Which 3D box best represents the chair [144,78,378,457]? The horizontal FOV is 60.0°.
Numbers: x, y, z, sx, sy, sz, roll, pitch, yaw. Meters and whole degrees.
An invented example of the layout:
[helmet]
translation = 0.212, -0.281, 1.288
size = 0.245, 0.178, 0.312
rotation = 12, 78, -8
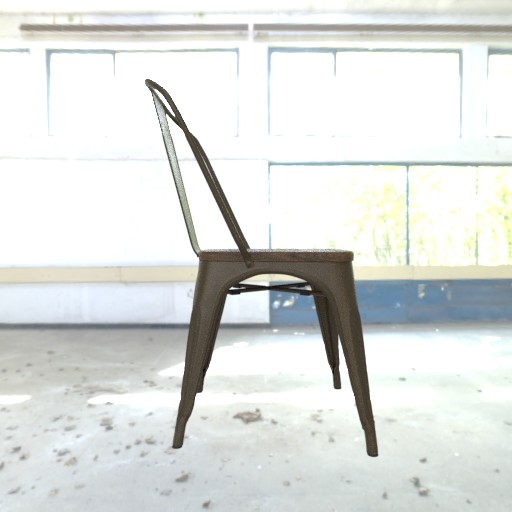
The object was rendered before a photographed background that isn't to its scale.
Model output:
[chair]
translation = 0.000, 0.000, 1.158
size = 0.532, 0.844, 0.451
rotation = 0, 2, 0
